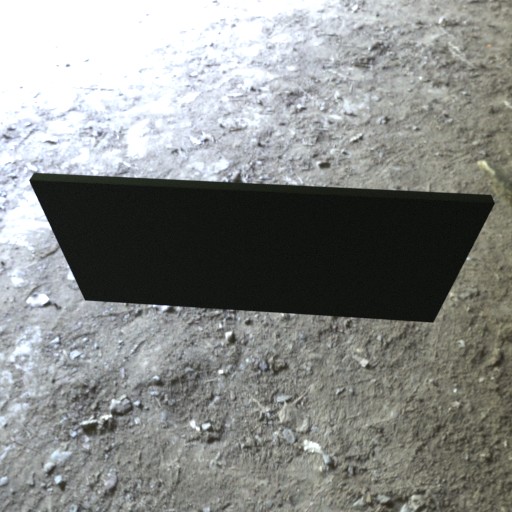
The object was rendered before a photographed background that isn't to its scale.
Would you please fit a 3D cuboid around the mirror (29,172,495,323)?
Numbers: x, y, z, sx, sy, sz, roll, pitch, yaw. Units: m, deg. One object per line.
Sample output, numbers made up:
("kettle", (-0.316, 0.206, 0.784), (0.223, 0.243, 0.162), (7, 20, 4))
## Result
("mirror", (0.000, 0.000, 1.769), (1.584, 0.692, 0.047), (3, 47, 3))
